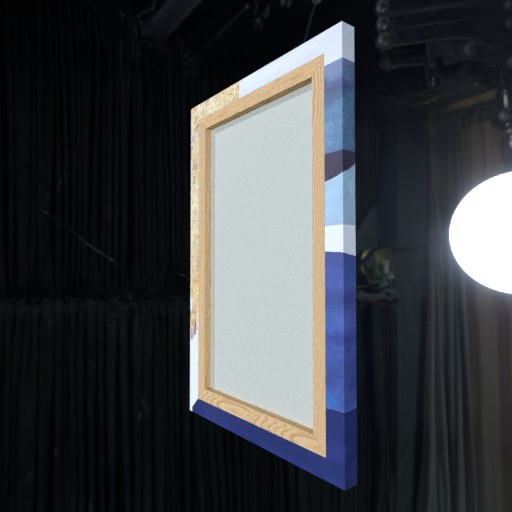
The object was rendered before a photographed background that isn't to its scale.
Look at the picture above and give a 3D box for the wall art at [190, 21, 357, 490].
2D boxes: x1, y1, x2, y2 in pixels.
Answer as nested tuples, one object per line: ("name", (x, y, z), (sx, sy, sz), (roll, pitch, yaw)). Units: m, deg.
("wall art", (0.000, 0.000, 1.112), (0.039, 0.911, 0.607), (1, -2, -37))
